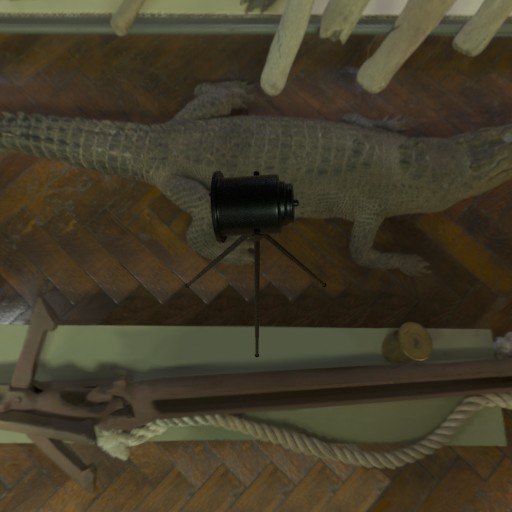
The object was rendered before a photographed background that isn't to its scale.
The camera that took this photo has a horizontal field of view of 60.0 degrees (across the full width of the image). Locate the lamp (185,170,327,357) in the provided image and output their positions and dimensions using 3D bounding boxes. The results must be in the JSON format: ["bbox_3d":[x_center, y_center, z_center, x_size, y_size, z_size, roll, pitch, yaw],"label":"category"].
[{"bbox_3d":[0.000,0.000,2.068,0.884,1.504,0.879,0,75,0],"label":"lamp"}]
